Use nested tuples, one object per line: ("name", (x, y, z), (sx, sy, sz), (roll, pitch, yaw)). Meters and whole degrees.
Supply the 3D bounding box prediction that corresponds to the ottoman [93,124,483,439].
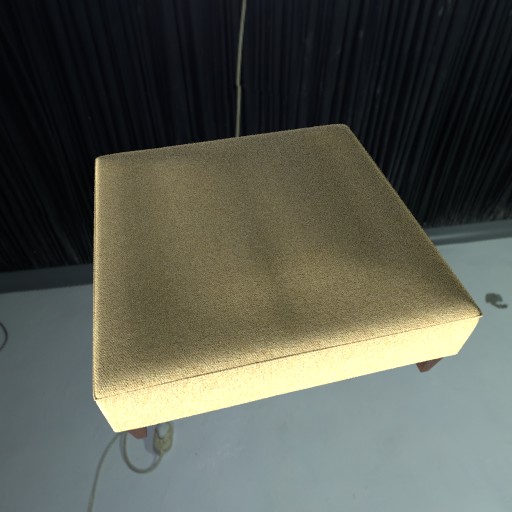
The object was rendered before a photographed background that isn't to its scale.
("ottoman", (0.000, 0.000, 1.479), (0.981, 0.378, 0.970), (-10, 47, -9))
